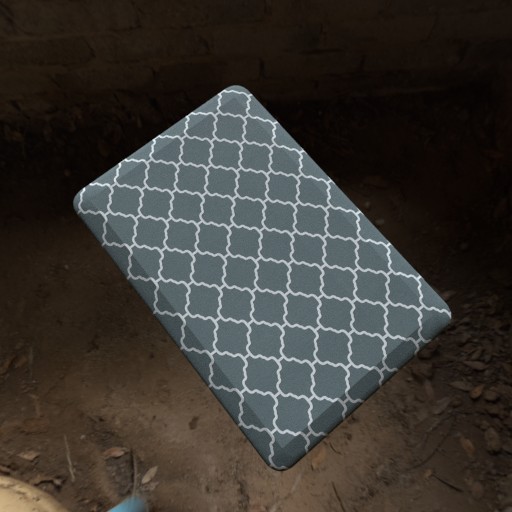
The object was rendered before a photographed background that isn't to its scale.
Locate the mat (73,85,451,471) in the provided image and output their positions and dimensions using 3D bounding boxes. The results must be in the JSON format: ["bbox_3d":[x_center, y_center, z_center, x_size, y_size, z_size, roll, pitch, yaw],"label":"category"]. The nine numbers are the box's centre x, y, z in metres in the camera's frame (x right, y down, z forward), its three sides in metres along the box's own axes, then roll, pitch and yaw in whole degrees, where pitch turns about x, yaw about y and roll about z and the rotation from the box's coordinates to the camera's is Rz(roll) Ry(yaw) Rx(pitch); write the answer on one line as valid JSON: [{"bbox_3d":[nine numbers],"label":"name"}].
[{"bbox_3d":[0.000,0.000,0.984,0.508,0.021,0.762,-38,79,-9],"label":"mat"}]
